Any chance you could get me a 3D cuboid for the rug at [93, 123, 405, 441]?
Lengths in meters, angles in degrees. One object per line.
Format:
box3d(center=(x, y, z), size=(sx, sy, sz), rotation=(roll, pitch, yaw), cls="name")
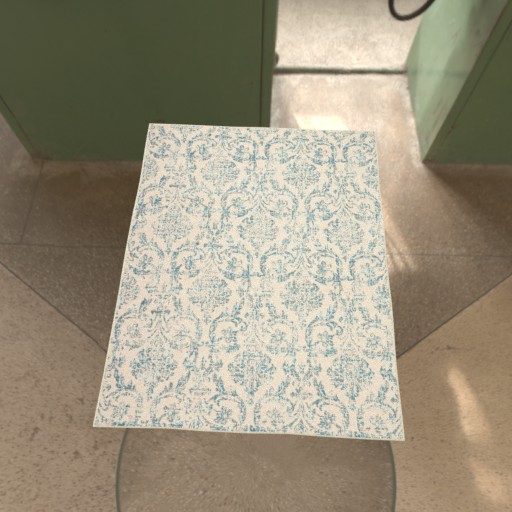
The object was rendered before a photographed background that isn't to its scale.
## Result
box3d(center=(0.000, 0.000, 3.987), size=(2.363, 0.012, 2.980), rotation=(2, 65, 1), cls="rug")
